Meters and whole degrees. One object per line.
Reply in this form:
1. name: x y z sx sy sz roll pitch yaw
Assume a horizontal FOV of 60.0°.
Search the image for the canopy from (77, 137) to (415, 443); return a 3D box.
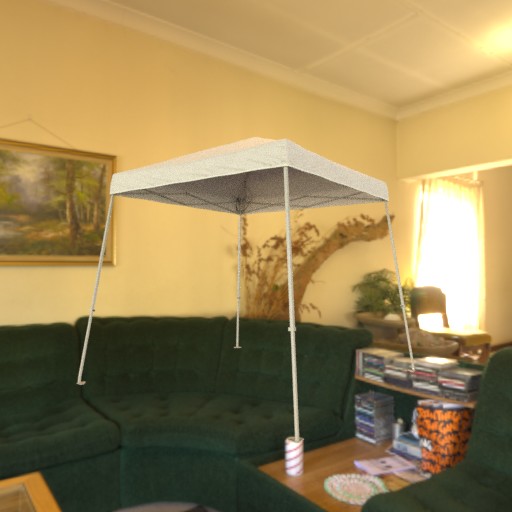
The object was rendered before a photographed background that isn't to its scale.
1. canopy: 0.000 0.000 6.654 3.599 3.600 3.600 -1 -2 36
